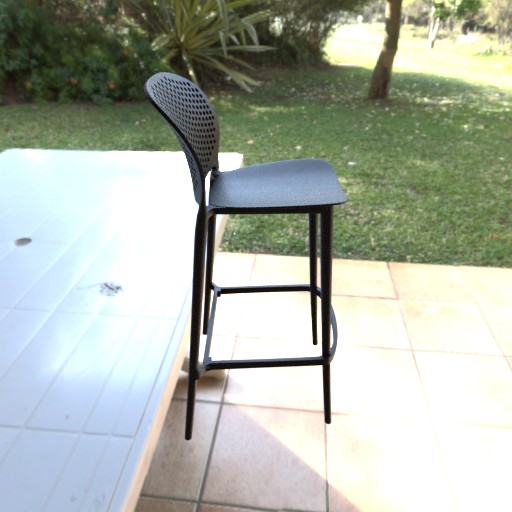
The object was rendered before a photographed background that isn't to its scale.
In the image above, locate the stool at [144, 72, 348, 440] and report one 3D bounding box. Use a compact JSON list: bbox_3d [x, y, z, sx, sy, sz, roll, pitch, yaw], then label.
[{"bbox_3d":[0.000,0.000,1.376,0.535,1.045,0.536,0,30,0],"label":"stool"}]
